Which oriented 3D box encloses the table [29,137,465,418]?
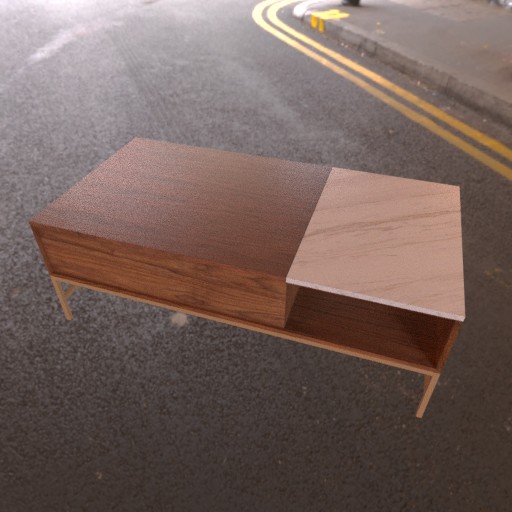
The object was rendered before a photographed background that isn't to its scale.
[{"bbox_3d":[0.000,0.000,1.951,1.553,0.551,0.789,12,41,14],"label":"table"}]
